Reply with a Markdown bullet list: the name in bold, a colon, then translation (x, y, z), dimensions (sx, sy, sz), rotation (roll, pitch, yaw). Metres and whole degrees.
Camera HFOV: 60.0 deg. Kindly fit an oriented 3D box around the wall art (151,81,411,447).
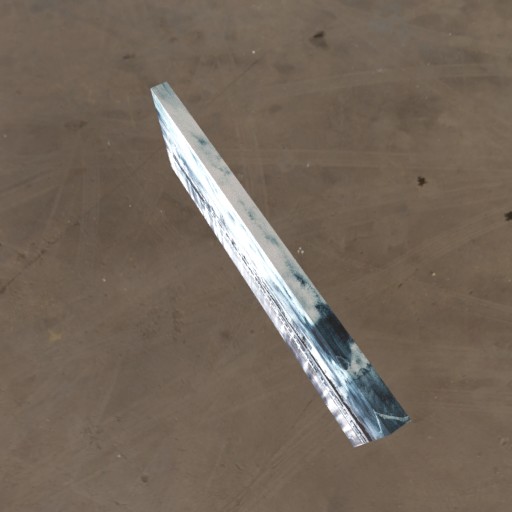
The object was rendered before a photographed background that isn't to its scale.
- **wall art**: translation (0.000, 0.000, 0.860), dimensions (0.037, 0.251, 0.759), rotation (-28, 67, -14)
